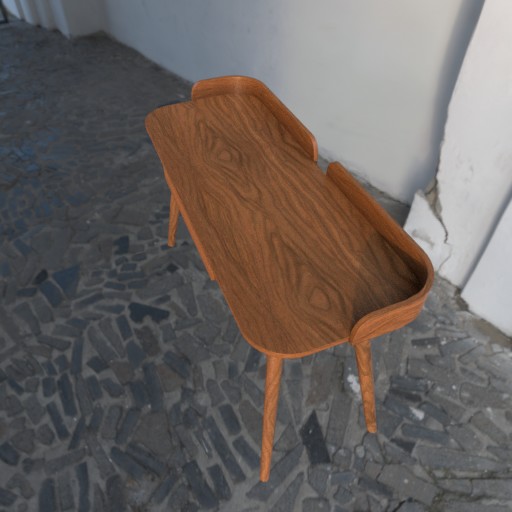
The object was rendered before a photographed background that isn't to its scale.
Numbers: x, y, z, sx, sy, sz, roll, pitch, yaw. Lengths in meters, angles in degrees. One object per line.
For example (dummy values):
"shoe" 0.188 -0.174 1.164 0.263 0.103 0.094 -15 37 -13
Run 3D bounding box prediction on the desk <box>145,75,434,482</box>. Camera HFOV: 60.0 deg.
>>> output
"desk" 0.000 0.000 1.644 0.486 0.800 1.256 -17 48 -15
